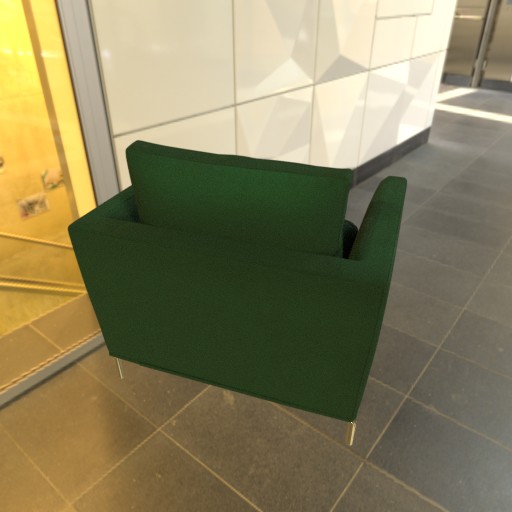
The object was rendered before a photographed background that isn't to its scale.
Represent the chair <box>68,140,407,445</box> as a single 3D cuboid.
[{"bbox_3d":[0.000,0.000,1.779,1.047,0.997,0.852,10,32,17],"label":"chair"}]
